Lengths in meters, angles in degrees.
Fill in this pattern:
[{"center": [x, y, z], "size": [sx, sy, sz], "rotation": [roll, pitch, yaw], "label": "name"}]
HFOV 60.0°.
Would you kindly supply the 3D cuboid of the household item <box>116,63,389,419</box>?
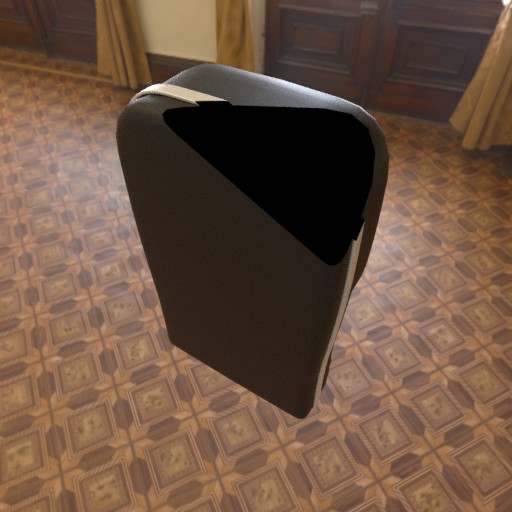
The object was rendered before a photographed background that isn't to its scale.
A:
[{"center": [0.000, 0.000, 0.145], "size": [0.070, 0.114, 0.038], "rotation": [25, 52, 21], "label": "household item"}]
